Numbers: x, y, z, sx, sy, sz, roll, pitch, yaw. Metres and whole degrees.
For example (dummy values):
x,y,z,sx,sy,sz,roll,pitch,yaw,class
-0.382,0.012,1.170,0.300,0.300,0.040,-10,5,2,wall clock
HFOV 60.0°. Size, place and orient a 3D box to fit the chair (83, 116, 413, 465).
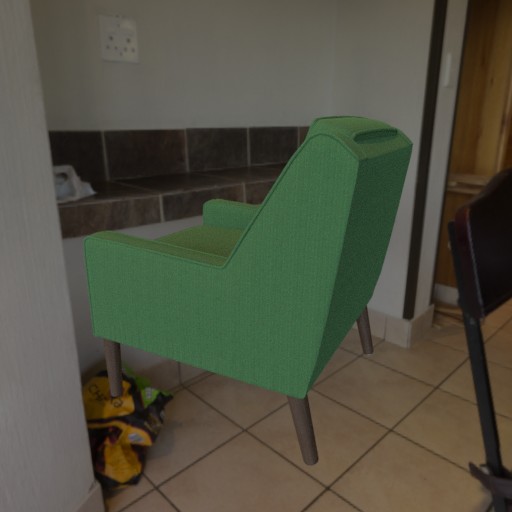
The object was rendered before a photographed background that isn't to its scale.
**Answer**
x,y,z,sx,sy,sz,roll,pitch,yaw,class
0.000,0.000,1.317,0.743,0.792,0.663,8,19,26,chair
